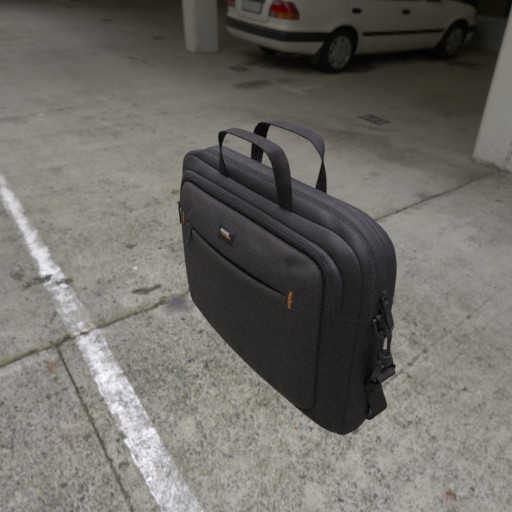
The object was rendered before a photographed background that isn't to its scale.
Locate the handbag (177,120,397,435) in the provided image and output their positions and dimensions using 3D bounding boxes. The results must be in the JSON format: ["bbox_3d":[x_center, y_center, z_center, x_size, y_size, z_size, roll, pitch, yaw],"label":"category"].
[{"bbox_3d":[0.000,0.000,0.428,0.089,0.244,0.320,-21,37,-30],"label":"handbag"}]
